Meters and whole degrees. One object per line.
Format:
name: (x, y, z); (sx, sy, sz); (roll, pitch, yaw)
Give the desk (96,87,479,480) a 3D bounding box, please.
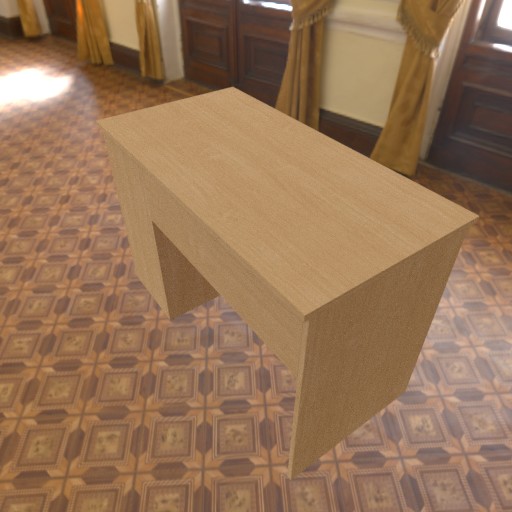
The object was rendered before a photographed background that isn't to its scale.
desk: (0.000, 0.000, 1.537); (0.560, 0.735, 1.097); (-25, 46, -26)
